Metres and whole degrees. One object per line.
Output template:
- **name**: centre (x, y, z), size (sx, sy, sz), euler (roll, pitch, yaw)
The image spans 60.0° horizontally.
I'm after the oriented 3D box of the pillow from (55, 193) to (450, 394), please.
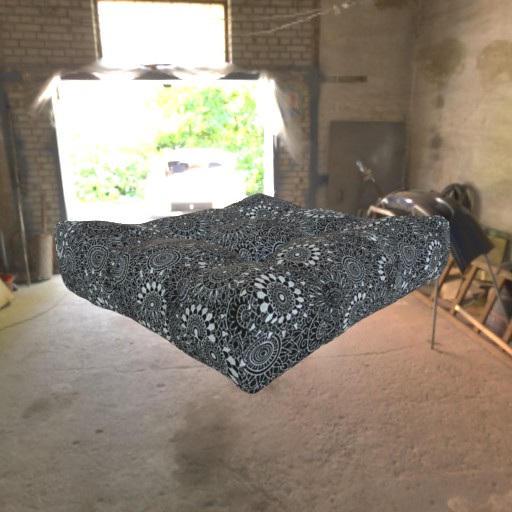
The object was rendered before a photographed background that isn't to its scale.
- **pillow**: centre (0.000, 0.000, 0.731), size (0.468, 0.128, 0.490), euler (15, 22, 41)
